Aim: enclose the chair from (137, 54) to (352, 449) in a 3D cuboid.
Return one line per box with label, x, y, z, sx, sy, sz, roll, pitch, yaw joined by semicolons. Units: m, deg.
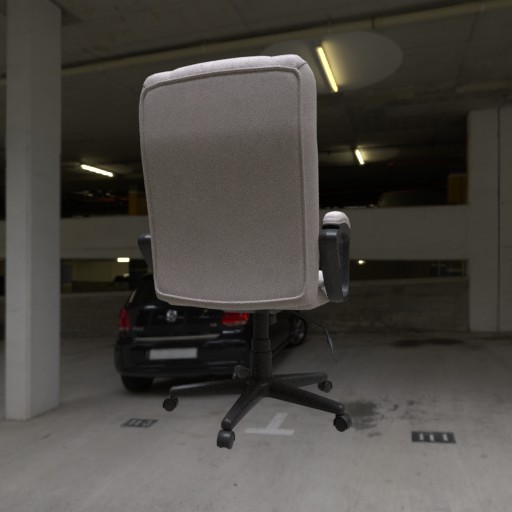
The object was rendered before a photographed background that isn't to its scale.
chair;0.000;0.000;1.548;0.667;1.105;0.724;0;0;18
